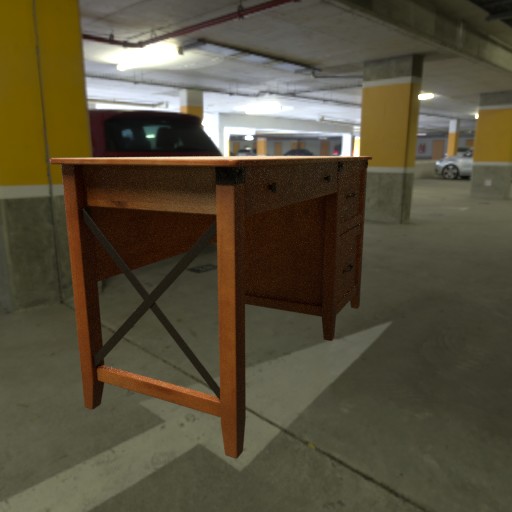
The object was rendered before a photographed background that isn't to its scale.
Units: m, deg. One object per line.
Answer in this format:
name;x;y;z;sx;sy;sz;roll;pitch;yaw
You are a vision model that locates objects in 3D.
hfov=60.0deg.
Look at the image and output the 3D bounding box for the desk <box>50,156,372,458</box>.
desk;0.000;0.000;1.733;0.574;0.756;1.353;6;14;26
